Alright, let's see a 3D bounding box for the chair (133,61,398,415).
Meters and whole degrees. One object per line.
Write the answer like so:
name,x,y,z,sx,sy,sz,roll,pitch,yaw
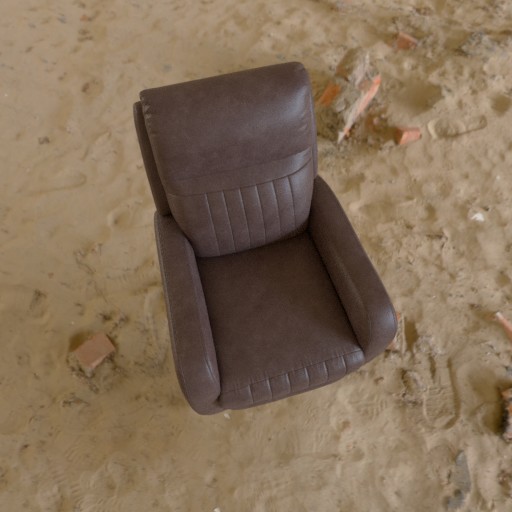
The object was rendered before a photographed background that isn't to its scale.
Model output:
chair,0.000,0.000,1.819,0.865,1.067,1.067,-14,65,-7
